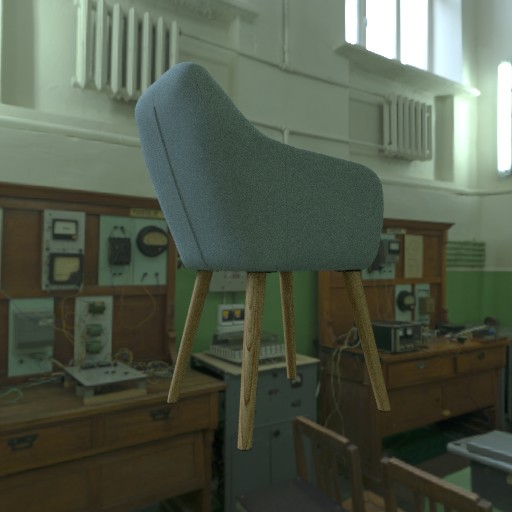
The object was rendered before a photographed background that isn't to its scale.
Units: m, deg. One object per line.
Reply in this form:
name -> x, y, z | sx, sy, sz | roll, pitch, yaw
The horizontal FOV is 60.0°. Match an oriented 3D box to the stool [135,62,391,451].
stool -> 0.000, 0.000, 1.207 | 0.590, 0.830, 0.503 | 1, -1, -34
